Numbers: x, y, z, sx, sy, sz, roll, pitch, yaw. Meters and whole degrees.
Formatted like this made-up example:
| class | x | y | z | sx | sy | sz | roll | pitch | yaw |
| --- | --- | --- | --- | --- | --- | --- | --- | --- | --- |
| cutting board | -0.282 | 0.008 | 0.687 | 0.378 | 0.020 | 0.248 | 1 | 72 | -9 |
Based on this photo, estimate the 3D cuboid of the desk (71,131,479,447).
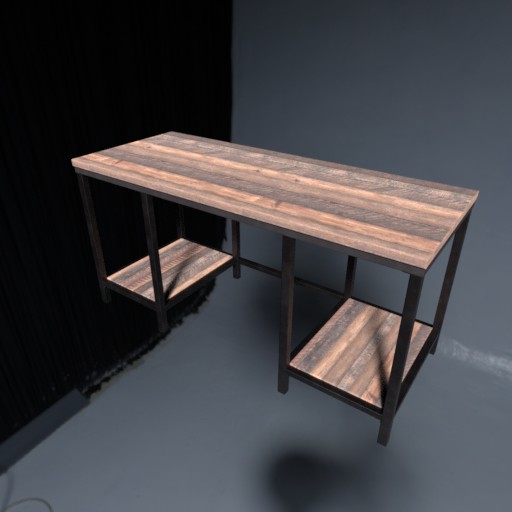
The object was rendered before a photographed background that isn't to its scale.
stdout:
| class | x | y | z | sx | sy | sz | roll | pitch | yaw |
| --- | --- | --- | --- | --- | --- | --- | --- | --- | --- |
| desk | 0.000 | 0.000 | 1.952 | 1.538 | 0.753 | 0.617 | 19 | 34 | 30 |
